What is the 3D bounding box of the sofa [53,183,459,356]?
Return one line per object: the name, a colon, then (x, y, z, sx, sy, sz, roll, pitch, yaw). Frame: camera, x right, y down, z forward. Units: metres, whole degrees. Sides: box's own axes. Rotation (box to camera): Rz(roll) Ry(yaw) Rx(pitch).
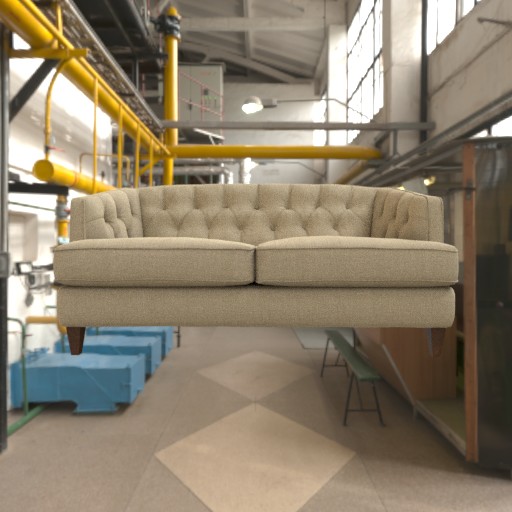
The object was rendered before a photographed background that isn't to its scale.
sofa: (0.000, 0.000, 2.295, 1.733, 0.855, 0.941, 0, 1, 1)
